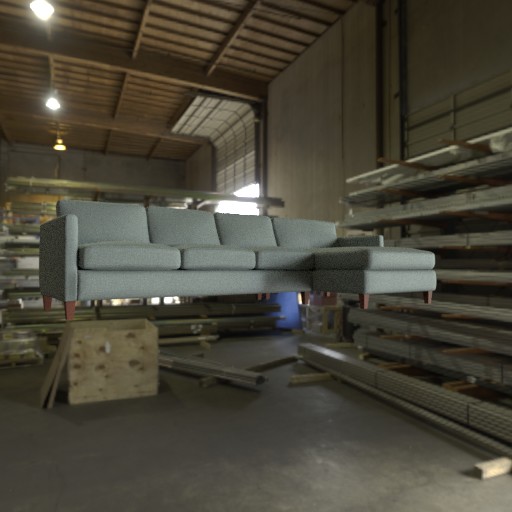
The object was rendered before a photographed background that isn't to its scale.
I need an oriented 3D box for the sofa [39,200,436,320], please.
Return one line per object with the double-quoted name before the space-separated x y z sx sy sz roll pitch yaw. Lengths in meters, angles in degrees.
"sofa" 0.000 0.000 4.160 3.471 0.950 1.604 1 -2 -36
